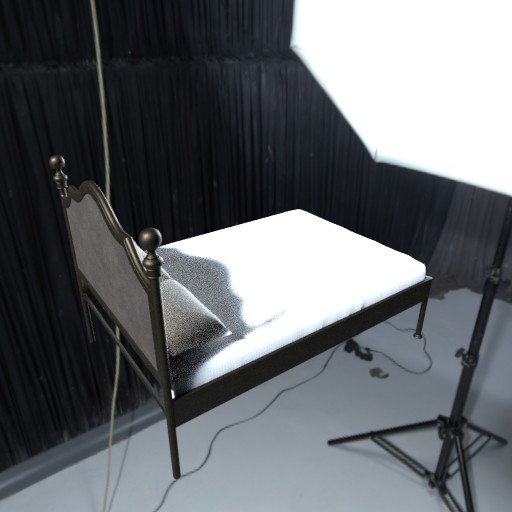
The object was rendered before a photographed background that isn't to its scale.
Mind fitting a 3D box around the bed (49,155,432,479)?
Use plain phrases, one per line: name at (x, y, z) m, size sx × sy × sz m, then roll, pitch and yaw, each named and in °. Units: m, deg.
bed at (0.000, 0.000, 3.145) m, size 2.170 × 1.462 × 1.533 m, roll -18°, pitch 32°, yaw -31°
